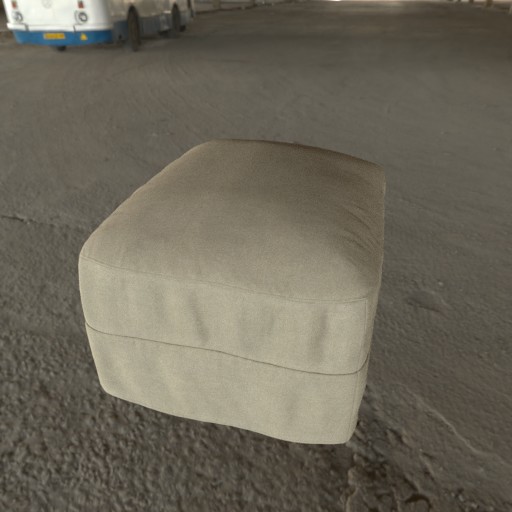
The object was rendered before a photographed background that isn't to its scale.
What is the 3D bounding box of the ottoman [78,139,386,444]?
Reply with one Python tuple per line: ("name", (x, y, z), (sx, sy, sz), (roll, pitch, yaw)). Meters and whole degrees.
("ottoman", (0.000, 0.000, 1.096), (0.584, 0.480, 0.712), (8, 32, 12))
